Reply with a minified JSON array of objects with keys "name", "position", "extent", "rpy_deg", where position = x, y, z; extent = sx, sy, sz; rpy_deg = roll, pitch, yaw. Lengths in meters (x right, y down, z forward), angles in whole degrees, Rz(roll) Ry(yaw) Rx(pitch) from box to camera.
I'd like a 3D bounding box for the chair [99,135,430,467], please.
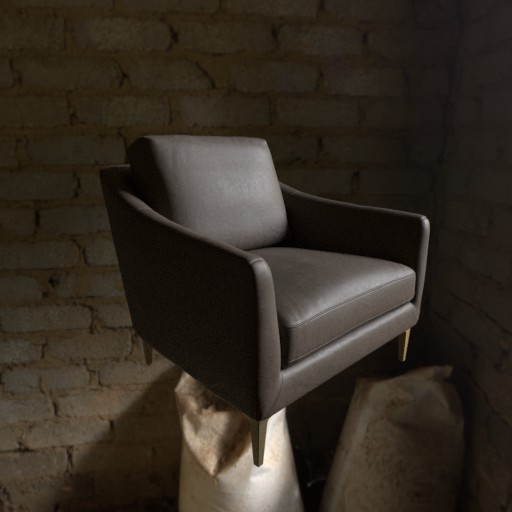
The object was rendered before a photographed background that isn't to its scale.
[{"name":"chair","position":[0.000,0.000,1.701],"extent":[0.961,0.901,0.988],"rpy_deg":[12,18,42]}]
